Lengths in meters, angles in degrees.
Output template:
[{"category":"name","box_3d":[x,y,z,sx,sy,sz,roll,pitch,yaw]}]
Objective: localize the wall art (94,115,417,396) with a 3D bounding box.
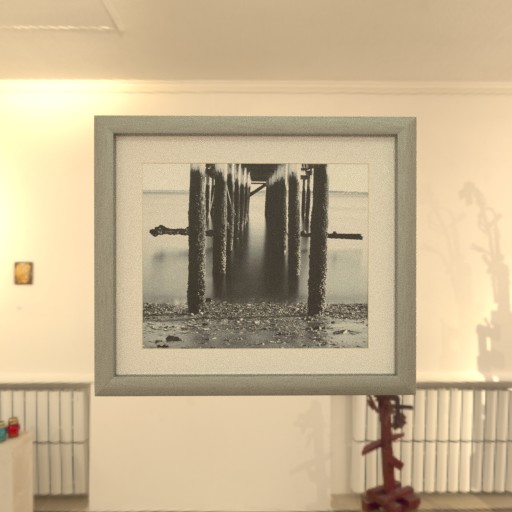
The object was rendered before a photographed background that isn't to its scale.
[{"category":"wall art","box_3d":[0.000,0.000,0.535,0.380,0.330,0.028,0,0,-1]}]
